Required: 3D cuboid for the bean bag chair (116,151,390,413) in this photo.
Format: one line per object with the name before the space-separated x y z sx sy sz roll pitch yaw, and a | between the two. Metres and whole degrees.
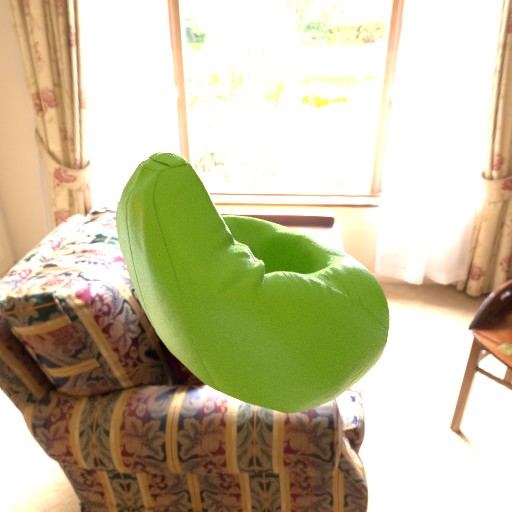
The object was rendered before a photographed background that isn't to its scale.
bean bag chair | 0.000 0.000 1.899 1.070 0.990 1.070 -17 31 -31
